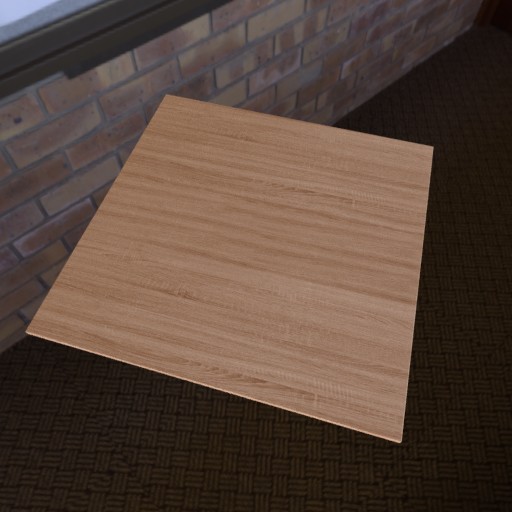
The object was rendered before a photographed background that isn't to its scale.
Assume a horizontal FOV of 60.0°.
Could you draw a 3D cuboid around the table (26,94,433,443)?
[{"bbox_3d":[0.000,0.000,1.346,0.890,0.305,0.890,14,60,8],"label":"table"}]
